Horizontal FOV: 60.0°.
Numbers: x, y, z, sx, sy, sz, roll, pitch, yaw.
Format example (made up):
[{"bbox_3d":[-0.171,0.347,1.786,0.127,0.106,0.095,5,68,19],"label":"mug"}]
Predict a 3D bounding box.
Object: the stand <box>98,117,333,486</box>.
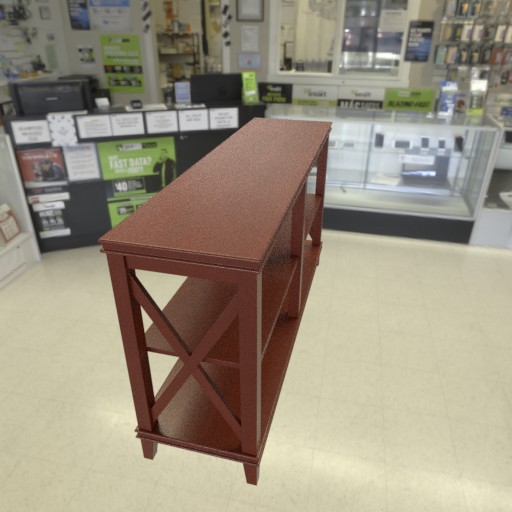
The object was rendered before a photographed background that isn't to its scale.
[{"bbox_3d":[0.000,0.000,1.725,0.381,0.762,1.372,7,30,13],"label":"stand"}]
